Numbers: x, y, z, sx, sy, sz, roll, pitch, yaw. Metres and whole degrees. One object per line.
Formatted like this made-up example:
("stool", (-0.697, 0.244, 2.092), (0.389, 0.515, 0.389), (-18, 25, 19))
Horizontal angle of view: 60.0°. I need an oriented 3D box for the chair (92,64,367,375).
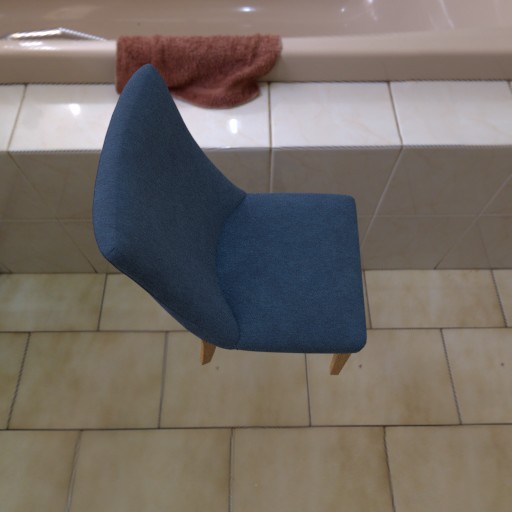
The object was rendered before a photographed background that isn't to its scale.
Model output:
("chair", (0.000, 0.000, 1.244), (0.609, 0.902, 0.495), (2, 63, 1))
